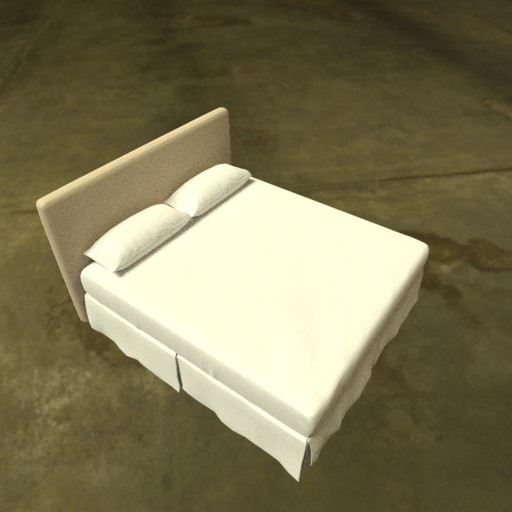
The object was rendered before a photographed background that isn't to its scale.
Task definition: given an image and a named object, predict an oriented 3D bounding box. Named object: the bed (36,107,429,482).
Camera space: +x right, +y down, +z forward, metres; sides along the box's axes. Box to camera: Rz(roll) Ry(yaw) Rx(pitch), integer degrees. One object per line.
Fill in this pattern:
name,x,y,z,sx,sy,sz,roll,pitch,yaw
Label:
bed,0.000,0.000,3.599,2.319,1.317,2.119,25,47,26
